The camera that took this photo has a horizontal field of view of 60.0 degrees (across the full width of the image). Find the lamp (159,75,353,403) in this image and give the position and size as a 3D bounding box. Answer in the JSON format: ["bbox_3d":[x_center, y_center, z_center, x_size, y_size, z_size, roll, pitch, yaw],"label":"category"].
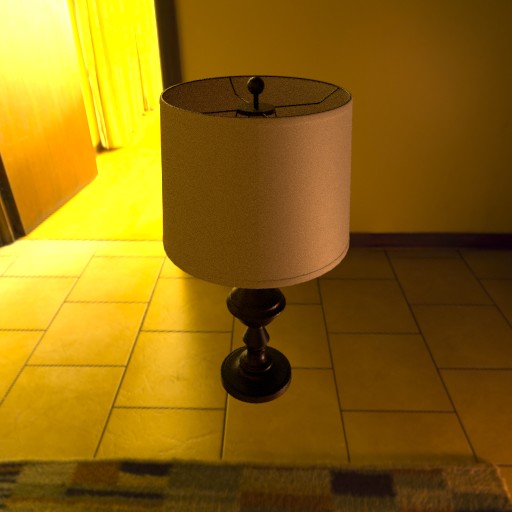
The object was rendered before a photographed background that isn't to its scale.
[{"bbox_3d":[0.000,0.000,0.953,0.383,0.726,0.383,0,32,0],"label":"lamp"}]
